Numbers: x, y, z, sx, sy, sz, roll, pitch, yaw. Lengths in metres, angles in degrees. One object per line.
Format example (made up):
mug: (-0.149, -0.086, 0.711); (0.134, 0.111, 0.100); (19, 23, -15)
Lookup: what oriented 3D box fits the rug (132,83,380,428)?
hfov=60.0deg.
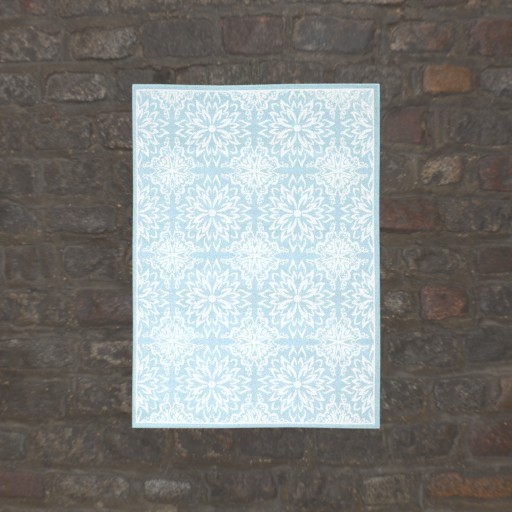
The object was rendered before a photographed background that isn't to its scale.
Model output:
rug: (0.000, 0.000, 2.840); (1.589, 0.014, 2.205); (0, 90, 0)
